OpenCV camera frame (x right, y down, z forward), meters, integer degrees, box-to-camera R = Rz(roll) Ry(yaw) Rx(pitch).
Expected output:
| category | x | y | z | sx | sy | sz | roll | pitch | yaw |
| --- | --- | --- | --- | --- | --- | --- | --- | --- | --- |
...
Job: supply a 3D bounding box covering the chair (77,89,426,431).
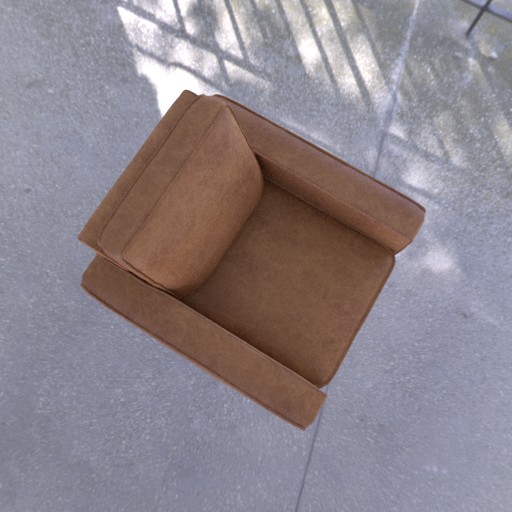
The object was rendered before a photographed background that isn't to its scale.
| category | x | y | z | sx | sy | sz | roll | pitch | yaw |
| --- | --- | --- | --- | --- | --- | --- | --- | --- | --- |
| chair | 0.000 | 0.000 | 1.785 | 1.027 | 0.901 | 0.987 | 28 | 79 | 6 |
